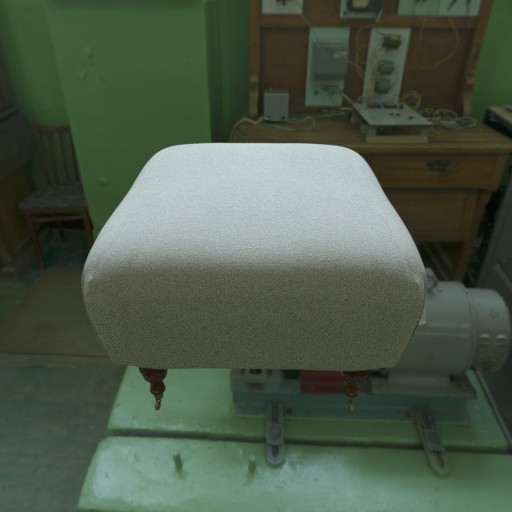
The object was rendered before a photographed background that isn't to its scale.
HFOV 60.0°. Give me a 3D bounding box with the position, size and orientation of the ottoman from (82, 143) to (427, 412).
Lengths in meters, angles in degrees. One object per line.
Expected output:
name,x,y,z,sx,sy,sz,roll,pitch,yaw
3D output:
ottoman,0.000,0.000,1.135,0.639,0.450,0.746,0,31,1
